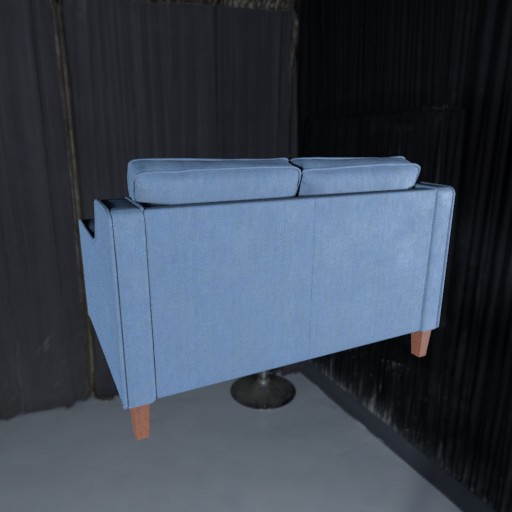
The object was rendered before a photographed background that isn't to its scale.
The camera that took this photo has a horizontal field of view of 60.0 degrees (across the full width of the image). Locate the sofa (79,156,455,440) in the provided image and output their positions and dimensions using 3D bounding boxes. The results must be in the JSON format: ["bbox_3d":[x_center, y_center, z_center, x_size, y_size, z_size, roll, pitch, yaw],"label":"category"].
[{"bbox_3d":[0.000,0.000,2.155,1.501,0.971,0.987,-7,17,-26],"label":"sofa"}]
